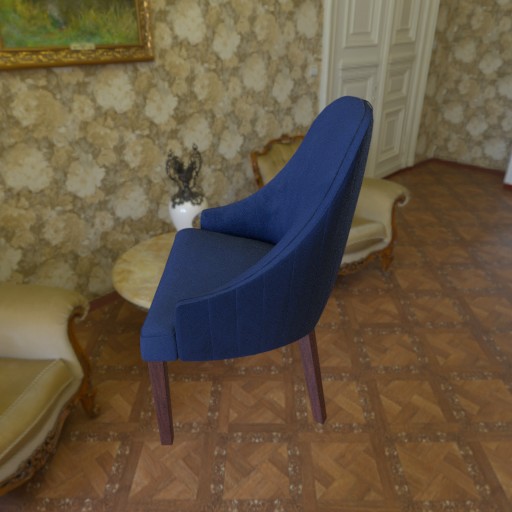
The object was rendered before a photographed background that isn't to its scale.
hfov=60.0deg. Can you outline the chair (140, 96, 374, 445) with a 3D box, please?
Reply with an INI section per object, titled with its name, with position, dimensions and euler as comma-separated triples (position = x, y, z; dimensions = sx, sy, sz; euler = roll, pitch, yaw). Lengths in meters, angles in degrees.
[chair]
position = 0.000, 0.000, 1.317
dimensions = 0.575, 0.889, 0.643
euler = 0, 27, -1
